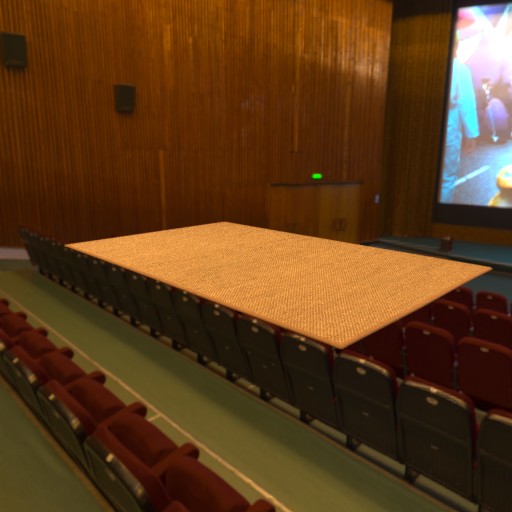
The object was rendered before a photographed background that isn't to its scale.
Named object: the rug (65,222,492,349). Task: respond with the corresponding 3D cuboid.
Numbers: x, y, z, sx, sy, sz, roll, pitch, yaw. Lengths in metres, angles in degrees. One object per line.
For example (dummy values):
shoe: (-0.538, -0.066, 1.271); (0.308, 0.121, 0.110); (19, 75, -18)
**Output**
rug: (0.000, 0.000, 2.008); (1.061, 0.012, 1.668); (-13, 19, -43)
